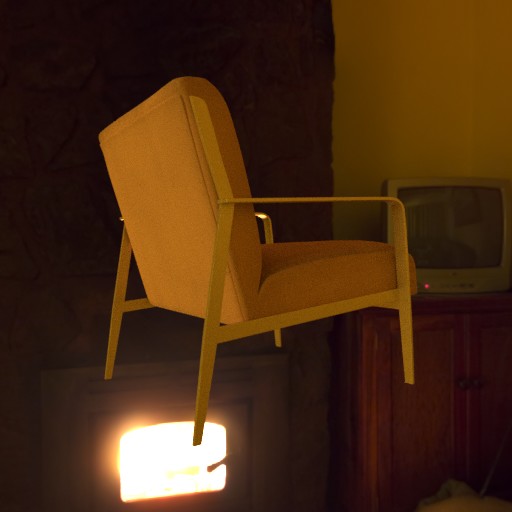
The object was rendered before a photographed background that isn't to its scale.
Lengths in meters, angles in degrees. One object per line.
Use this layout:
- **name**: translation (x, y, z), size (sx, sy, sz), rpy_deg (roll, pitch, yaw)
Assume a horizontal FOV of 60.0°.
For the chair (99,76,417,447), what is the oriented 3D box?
- **chair**: translation (0.000, 0.000, 1.452), size (0.848, 0.823, 0.701), rpy_deg (-1, 1, -36)
